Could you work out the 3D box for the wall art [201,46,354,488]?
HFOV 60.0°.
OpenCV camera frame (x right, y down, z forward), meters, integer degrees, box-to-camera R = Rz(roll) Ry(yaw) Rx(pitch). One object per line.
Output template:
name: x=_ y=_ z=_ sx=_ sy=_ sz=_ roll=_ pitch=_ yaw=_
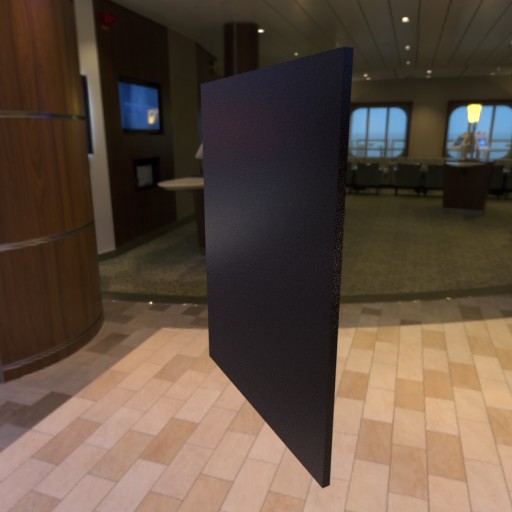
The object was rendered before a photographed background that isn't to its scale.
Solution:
wall art: x=0.000 y=0.000 z=0.751 sx=0.013 sy=0.582 sz=0.442 roll=-8 pitch=17 yaw=-26
